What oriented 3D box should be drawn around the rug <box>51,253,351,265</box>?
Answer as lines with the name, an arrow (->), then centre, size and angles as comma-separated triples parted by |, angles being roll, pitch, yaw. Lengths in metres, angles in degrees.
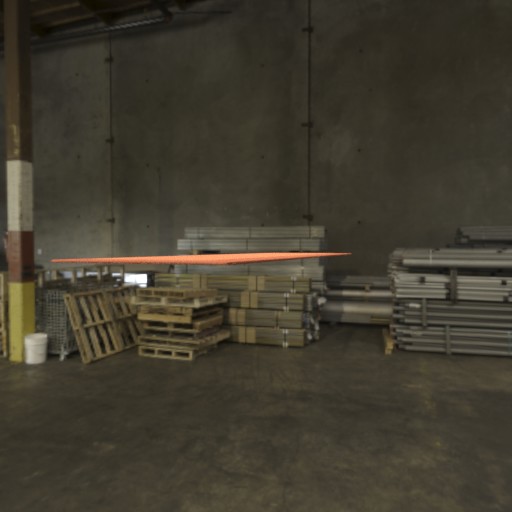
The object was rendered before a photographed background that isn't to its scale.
rug -> 0.000, 0.000, 2.686 | 0.914, 0.013, 2.471 | 0, 1, 18
